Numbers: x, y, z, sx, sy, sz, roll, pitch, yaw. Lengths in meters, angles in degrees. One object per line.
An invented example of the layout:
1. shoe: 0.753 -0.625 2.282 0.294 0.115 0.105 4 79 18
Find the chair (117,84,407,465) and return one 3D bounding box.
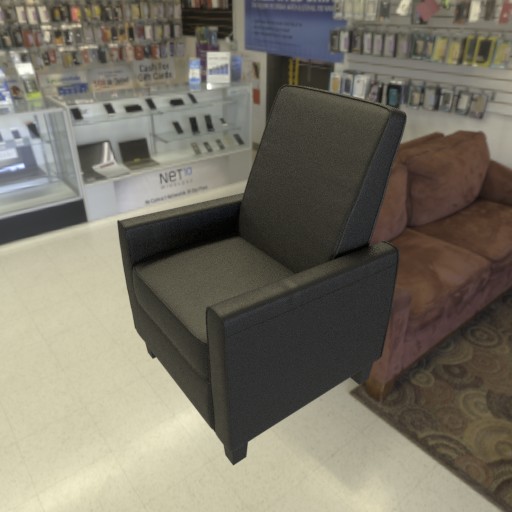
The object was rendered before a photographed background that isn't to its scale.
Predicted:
1. chair: 0.000 0.000 1.534 0.746 1.013 0.705 -21 36 -31
